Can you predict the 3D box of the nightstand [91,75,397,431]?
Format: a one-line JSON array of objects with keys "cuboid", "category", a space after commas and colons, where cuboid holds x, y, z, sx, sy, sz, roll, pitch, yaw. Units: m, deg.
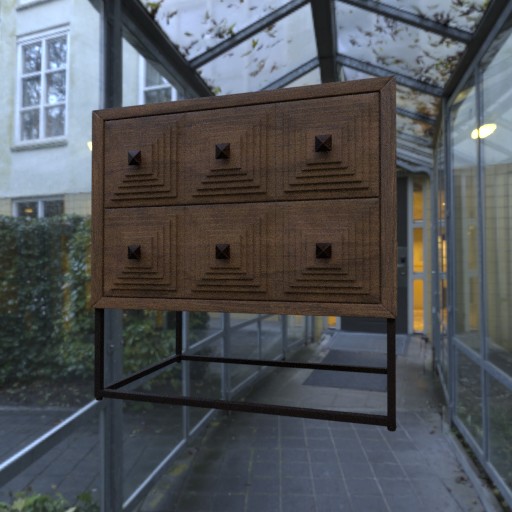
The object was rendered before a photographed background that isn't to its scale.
[{"cuboid": [0.000, 0.000, 1.016, 0.610, 0.610, 0.437, 0, -1, 17], "category": "nightstand"}]
